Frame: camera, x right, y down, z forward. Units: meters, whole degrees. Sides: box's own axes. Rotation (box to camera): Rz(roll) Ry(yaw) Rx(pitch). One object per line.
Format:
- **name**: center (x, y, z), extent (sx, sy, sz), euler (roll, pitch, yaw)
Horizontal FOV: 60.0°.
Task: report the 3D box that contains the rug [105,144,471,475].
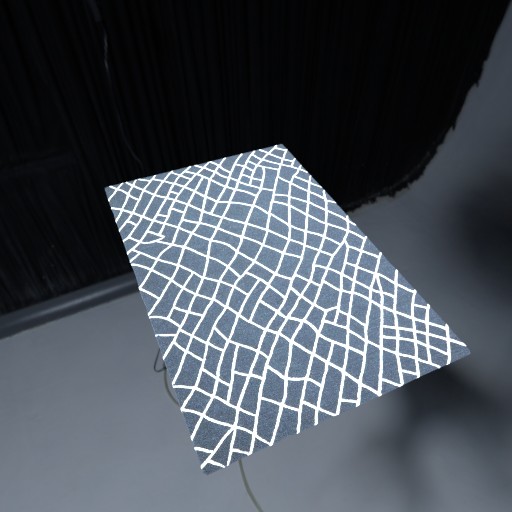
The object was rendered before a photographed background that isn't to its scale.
- **rug**: center (0.000, 0.000, 2.315), extent (1.223, 0.013, 1.830), euler (-18, 48, -17)
